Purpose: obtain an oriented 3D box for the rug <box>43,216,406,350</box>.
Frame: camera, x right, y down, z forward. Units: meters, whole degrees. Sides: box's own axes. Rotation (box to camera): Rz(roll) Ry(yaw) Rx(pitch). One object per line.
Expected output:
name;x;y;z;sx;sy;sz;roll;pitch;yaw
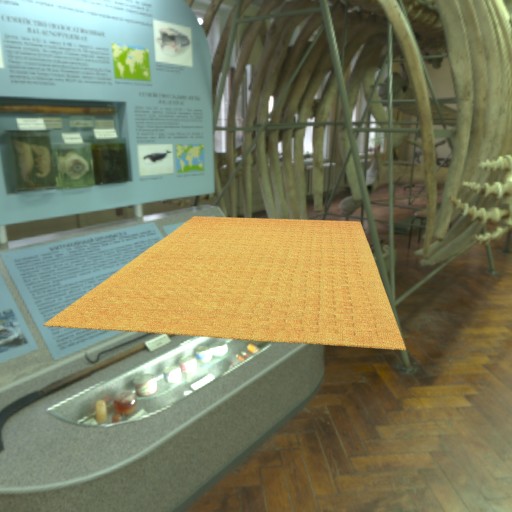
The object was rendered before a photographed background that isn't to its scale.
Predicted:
rug;0.000;0.000;2.192;1.143;0.006;1.747;2;17;8
